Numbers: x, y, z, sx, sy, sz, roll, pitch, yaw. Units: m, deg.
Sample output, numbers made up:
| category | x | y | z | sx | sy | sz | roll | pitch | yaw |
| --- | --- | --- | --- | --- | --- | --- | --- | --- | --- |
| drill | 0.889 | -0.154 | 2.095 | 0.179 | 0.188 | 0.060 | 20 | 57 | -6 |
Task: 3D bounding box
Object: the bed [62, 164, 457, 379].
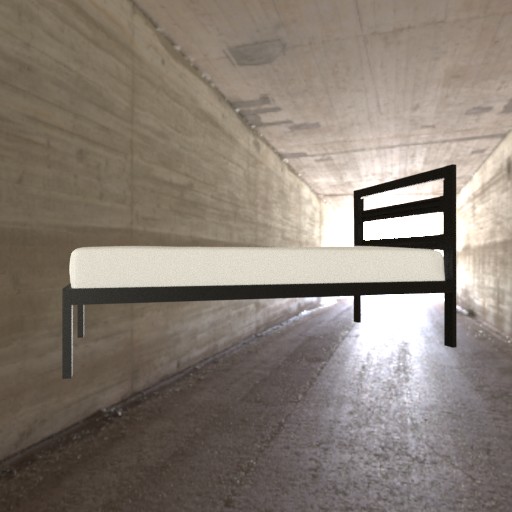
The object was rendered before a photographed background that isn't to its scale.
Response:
| category | x | y | z | sx | sy | sz | roll | pitch | yaw |
| --- | --- | --- | --- | --- | --- | --- | --- | --- | --- |
| bed | 0.000 | 0.000 | 2.512 | 1.930 | 0.967 | 0.991 | 0 | 0 | -19 |
